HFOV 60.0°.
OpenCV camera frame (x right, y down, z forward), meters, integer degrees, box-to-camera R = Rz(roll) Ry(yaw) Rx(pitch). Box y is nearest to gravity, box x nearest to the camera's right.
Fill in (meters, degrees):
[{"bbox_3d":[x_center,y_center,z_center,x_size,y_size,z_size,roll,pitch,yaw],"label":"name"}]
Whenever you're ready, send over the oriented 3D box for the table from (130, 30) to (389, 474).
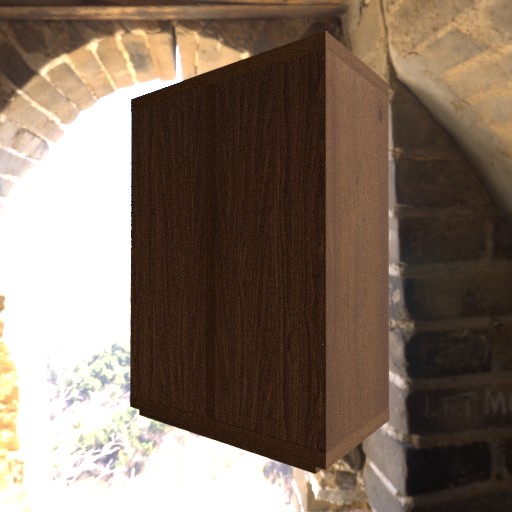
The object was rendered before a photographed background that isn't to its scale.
[{"bbox_3d":[0.000,0.000,1.753,0.901,1.294,0.524,0,-1,37],"label":"table"}]
